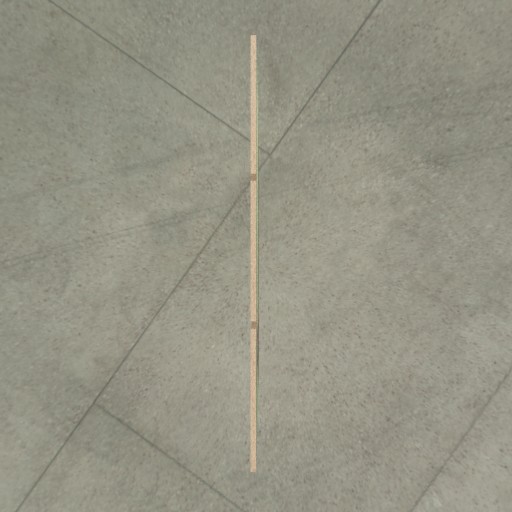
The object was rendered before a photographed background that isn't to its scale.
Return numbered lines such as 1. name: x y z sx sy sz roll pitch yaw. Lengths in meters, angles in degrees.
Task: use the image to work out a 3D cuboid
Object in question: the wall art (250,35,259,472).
1. wall art: 0.000 0.000 1.384 0.012 0.910 0.917 0 89 1
